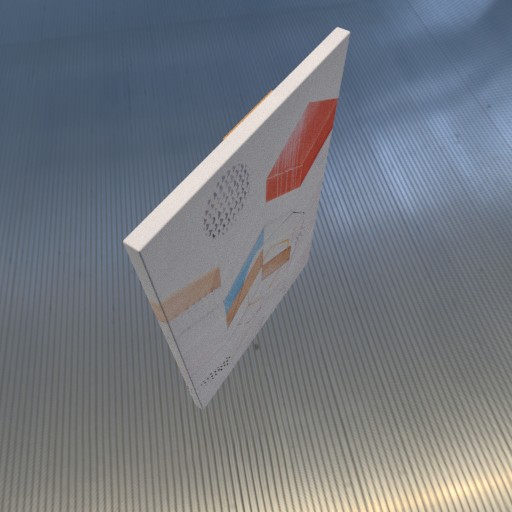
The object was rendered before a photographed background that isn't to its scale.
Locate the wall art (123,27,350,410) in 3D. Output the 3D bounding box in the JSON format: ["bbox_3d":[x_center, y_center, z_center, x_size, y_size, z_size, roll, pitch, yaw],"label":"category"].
[{"bbox_3d":[0.000,0.000,1.083,0.036,0.848,0.613,29,62,17],"label":"wall art"}]
